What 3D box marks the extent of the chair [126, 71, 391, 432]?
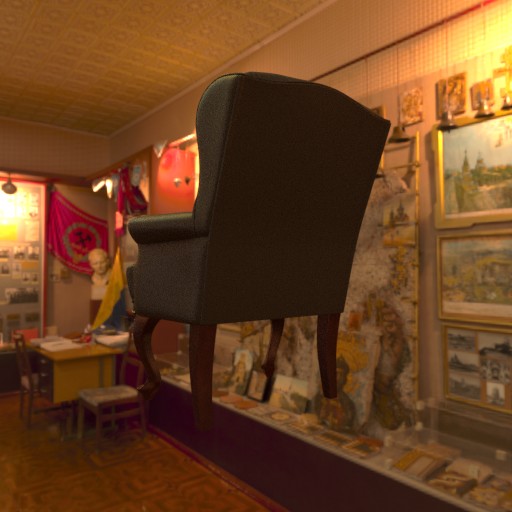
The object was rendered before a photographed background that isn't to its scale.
[{"bbox_3d":[0.000,0.000,1.678,0.838,1.111,0.762,1,-2,-37],"label":"chair"}]
